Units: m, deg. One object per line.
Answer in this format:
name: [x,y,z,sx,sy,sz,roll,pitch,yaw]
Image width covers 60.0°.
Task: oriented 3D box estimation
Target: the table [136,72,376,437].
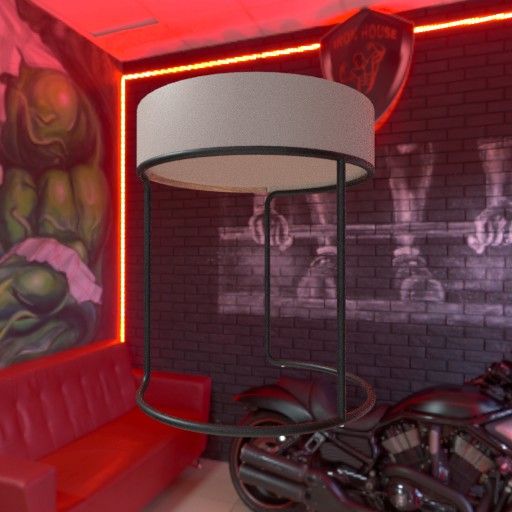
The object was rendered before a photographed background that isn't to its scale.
table: [0.000,0.000,0.863,0.450,0.530,0.450,0,0,0]
